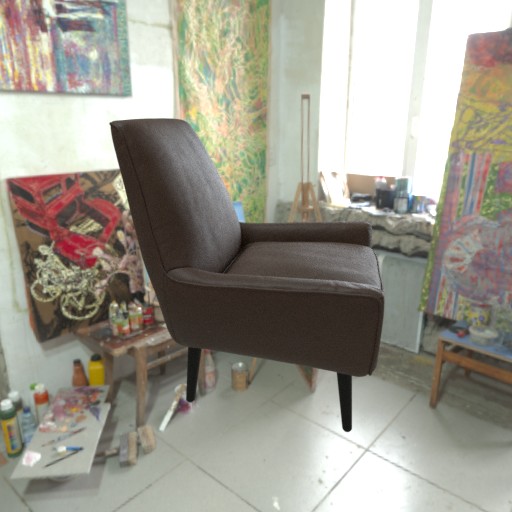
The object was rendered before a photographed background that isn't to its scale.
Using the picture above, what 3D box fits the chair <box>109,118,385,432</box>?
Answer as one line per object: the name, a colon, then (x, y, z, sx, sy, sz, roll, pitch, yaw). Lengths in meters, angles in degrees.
chair: (0.000, 0.000, 1.498, 0.824, 0.888, 0.787, 4, 18, 11)
